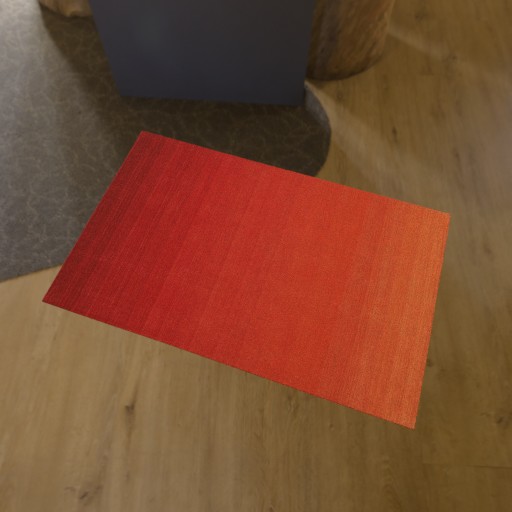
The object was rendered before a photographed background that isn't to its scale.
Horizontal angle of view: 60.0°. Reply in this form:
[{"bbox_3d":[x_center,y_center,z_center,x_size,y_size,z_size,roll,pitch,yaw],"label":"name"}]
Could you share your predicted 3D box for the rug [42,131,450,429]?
[{"bbox_3d":[0.000,0.000,3.042,2.442,0.010,1.531,17,65,8],"label":"rug"}]
